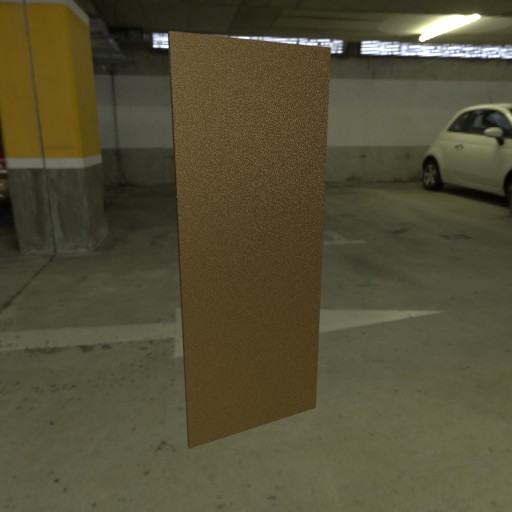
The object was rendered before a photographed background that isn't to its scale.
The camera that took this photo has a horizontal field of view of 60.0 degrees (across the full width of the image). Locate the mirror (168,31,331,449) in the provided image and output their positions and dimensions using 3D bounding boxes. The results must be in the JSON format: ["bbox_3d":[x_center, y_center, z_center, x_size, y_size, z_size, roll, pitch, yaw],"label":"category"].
[{"bbox_3d":[0.000,0.000,2.284,0.812,2.031,0.025,-8,17,-26],"label":"mirror"}]
